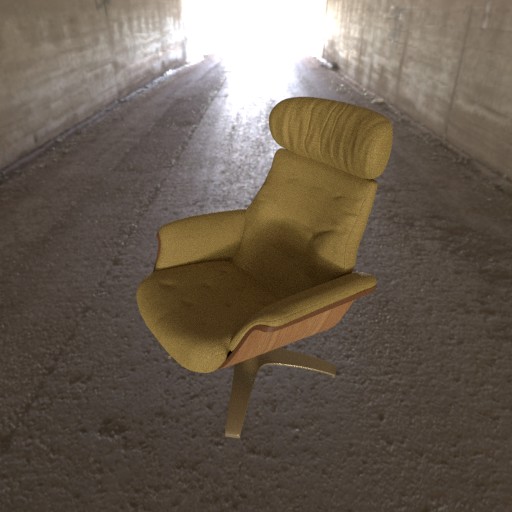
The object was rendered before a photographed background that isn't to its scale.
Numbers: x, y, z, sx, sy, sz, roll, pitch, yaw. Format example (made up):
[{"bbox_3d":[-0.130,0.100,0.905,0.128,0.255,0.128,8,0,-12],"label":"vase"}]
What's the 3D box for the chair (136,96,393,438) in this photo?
[{"bbox_3d":[0.000,0.000,1.602,0.837,0.995,0.785,-19,35,-30],"label":"chair"}]
